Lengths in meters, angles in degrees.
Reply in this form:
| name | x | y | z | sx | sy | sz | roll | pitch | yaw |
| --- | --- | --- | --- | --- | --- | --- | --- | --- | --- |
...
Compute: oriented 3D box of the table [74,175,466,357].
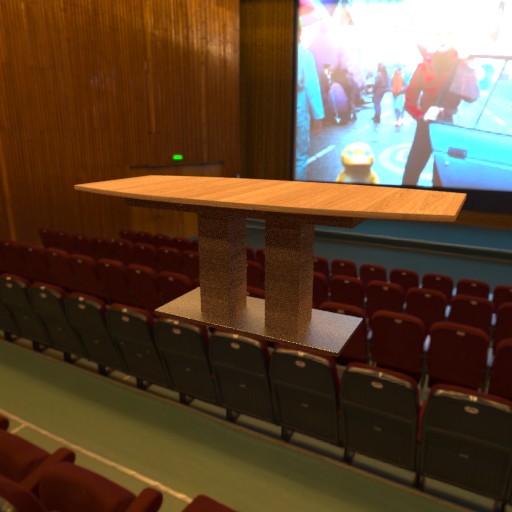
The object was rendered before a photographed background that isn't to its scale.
| name | x | y | z | sx | sy | sz | roll | pitch | yaw |
| --- | --- | --- | --- | --- | --- | --- | --- | --- | --- |
| table | 0.000 | 0.000 | 2.495 | 2.032 | 0.750 | 0.900 | 8 | 18 | 27 |
